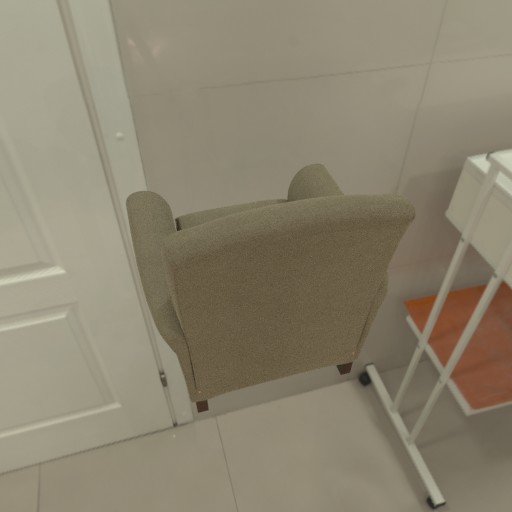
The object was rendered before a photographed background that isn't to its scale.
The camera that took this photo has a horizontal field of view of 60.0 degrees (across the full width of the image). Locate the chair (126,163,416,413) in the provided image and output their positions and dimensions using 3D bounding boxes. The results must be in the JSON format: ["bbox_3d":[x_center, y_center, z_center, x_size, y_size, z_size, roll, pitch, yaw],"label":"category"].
[{"bbox_3d":[0.000,0.000,1.846,0.978,1.061,0.905,-11,44,-12],"label":"chair"}]
